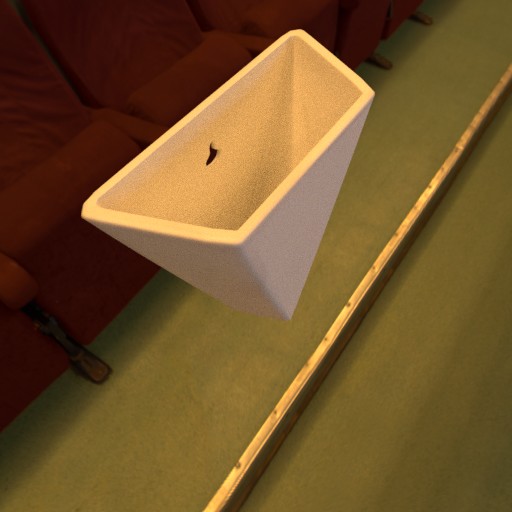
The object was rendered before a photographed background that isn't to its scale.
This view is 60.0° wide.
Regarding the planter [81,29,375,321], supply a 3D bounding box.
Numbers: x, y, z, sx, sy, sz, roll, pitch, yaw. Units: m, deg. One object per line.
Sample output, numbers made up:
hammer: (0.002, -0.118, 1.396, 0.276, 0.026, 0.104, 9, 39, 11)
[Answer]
planter: (0.000, 0.000, 0.269, 0.060, 0.197, 0.150, 31, 62, 18)
